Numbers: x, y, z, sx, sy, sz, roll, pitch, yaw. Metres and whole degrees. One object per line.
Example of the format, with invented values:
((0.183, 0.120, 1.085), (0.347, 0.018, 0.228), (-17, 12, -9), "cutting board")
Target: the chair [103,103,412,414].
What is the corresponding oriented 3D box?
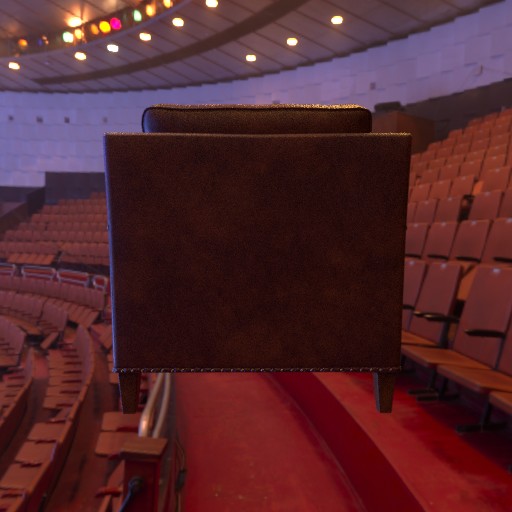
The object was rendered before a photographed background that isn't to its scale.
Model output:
((0.000, 0.000, 1.703), (0.853, 0.929, 1.014), (0, 0, -1), "chair")
